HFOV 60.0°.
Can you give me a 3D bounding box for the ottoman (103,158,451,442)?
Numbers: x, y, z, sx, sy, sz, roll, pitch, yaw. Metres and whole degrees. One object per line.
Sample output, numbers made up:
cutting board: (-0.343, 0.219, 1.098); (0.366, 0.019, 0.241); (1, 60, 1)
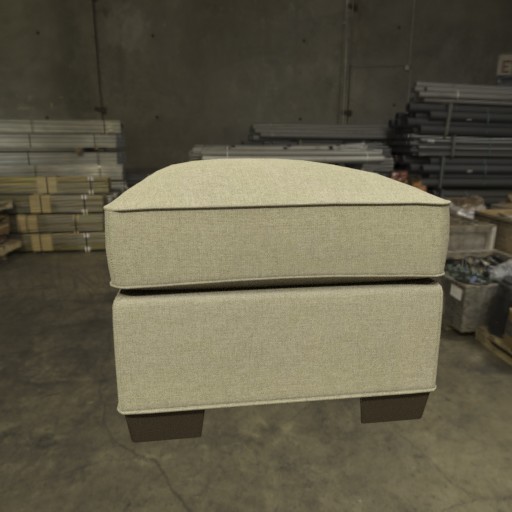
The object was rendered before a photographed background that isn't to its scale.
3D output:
ottoman: (0.000, 0.000, 1.189); (0.619, 0.504, 0.843); (-2, 14, -7)
